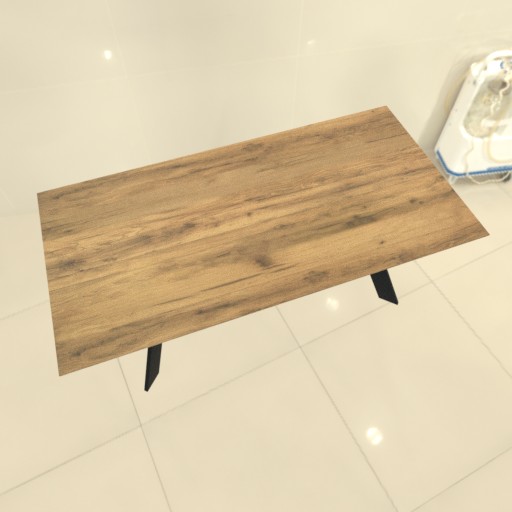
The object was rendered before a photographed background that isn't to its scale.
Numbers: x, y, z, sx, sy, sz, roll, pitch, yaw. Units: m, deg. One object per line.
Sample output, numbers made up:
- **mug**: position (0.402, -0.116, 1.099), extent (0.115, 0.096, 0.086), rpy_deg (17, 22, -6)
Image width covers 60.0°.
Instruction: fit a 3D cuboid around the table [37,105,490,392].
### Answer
- **table**: position (0.000, 0.000, 2.497), extent (2.000, 0.770, 1.000), rpy_deg (-17, 59, -11)
